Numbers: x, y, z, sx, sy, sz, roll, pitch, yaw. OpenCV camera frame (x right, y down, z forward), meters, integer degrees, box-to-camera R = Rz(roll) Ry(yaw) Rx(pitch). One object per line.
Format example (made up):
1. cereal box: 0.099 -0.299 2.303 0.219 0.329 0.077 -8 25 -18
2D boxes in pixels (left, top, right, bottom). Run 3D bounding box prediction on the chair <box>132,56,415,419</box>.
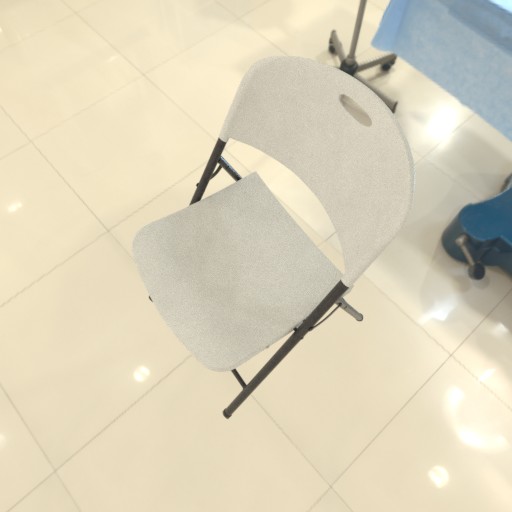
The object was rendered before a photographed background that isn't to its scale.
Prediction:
1. chair: 0.000 0.000 1.150 0.566 0.810 0.494 -32 68 -14
